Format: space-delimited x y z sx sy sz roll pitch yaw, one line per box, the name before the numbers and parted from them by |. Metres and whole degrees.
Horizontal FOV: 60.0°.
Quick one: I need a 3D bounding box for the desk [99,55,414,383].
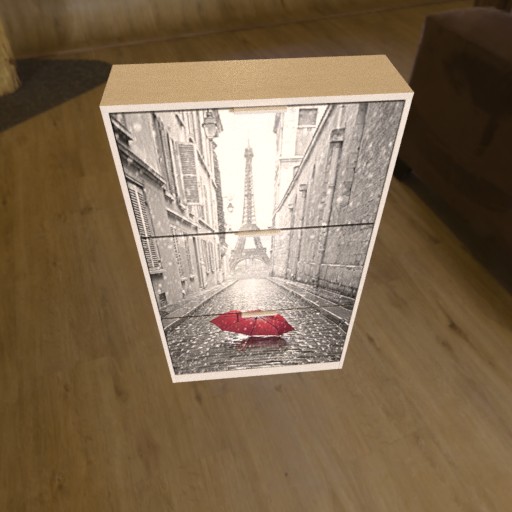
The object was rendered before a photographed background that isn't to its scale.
desk | 0.000 0.000 1.584 0.750 1.280 0.250 -4 45 -4
